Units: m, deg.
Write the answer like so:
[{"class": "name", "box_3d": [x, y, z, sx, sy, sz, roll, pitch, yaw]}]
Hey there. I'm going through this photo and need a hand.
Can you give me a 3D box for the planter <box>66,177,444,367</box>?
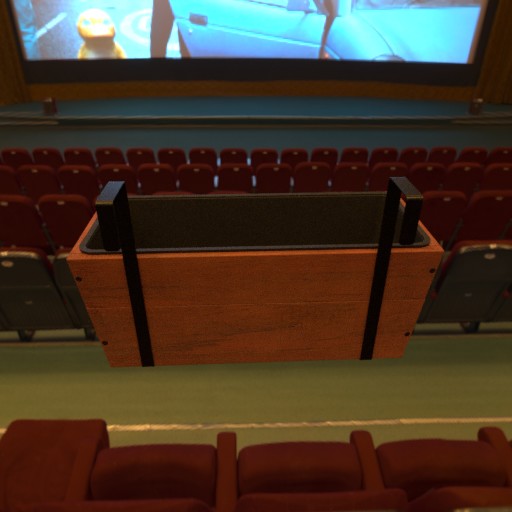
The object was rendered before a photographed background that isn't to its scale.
[{"class": "planter", "box_3d": [0.000, 0.000, 0.641, 0.480, 0.289, 0.262, -1, 31, -2]}]
